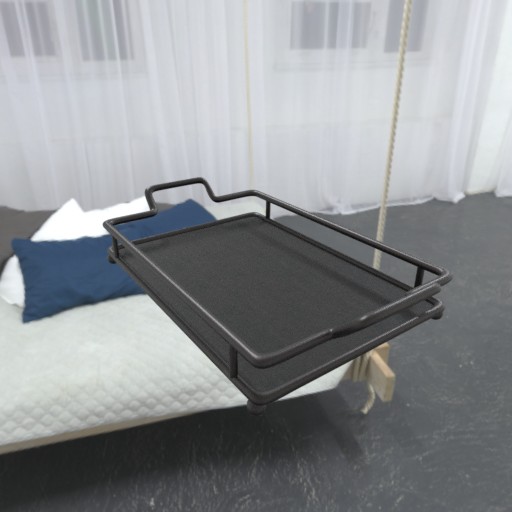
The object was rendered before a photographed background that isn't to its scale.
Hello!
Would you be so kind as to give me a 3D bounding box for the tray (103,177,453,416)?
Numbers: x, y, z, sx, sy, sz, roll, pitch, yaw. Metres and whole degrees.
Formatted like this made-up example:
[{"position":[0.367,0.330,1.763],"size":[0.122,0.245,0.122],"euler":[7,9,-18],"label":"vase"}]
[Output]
[{"position":[0.000,0.000,0.617],"size":[0.297,0.101,0.495],"euler":[-17,30,-32],"label":"tray"}]
